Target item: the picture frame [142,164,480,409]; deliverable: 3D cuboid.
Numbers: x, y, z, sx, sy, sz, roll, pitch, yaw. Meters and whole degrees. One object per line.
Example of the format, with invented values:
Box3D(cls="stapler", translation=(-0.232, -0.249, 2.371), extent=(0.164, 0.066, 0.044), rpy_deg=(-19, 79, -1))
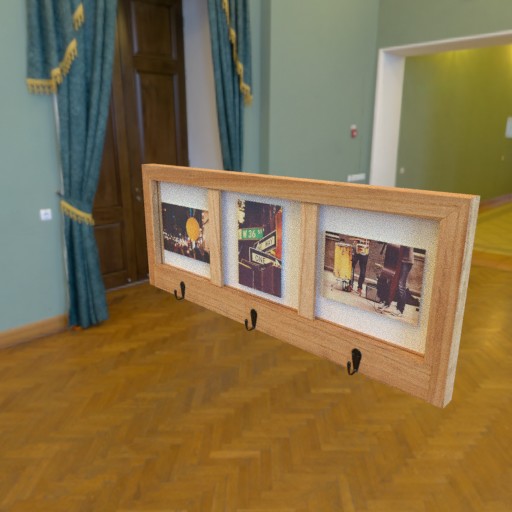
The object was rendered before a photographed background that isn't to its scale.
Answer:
Box3D(cls="picture frame", translation=(0.000, 0.000, 0.655), extent=(0.582, 0.234, 0.045), rpy_deg=(15, 22, 42))
